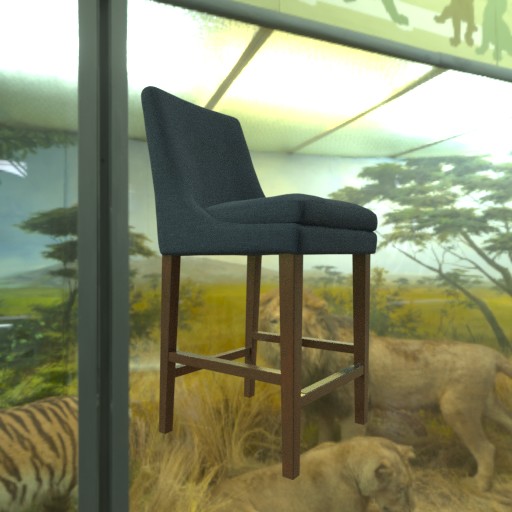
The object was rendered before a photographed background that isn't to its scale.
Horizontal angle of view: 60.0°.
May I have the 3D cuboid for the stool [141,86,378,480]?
[{"bbox_3d":[0.000,0.000,1.289,0.577,0.981,0.470,0,0,36],"label":"stool"}]
